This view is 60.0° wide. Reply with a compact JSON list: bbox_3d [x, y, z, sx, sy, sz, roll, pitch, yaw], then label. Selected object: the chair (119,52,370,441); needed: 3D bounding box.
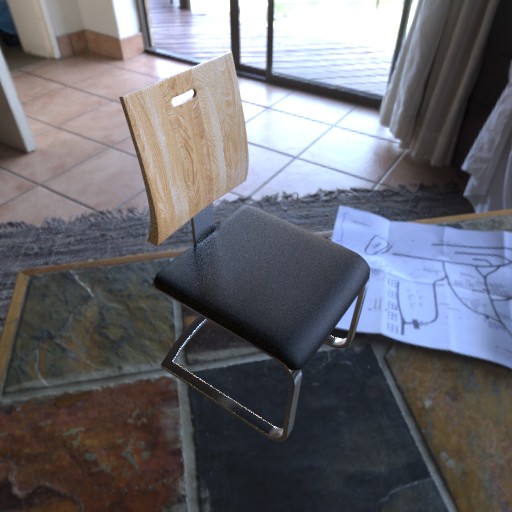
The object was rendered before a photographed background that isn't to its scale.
[{"bbox_3d":[0.000,0.000,1.254,0.560,0.936,0.462,24,46,26],"label":"chair"}]
